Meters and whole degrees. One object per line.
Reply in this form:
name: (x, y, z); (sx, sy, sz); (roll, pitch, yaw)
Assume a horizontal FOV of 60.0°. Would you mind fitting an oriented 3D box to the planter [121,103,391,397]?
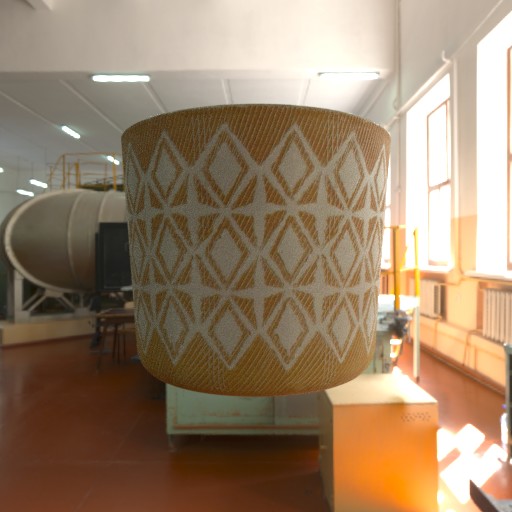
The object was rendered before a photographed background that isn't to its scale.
planter: (0.000, 0.000, 0.332); (0.193, 0.165, 0.193); (0, 0, 0)
